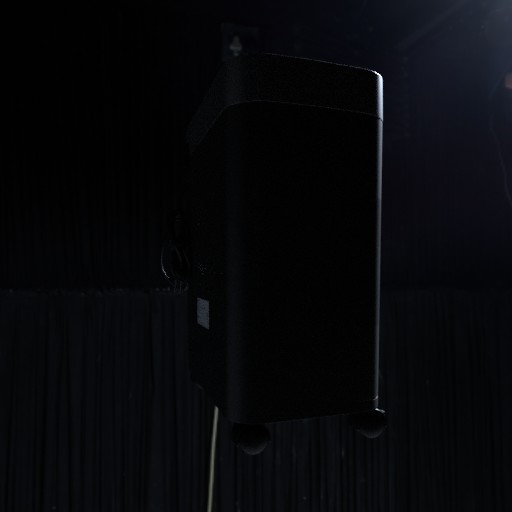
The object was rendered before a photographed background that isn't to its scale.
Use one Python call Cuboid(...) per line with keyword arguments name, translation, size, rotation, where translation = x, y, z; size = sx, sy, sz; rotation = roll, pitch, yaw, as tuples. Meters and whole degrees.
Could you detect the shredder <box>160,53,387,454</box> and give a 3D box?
Cuboid(name="shredder", translation=(0.000, 0.000, 0.614), size=(0.237, 0.419, 0.311), rotation=(0, -1, -18))
